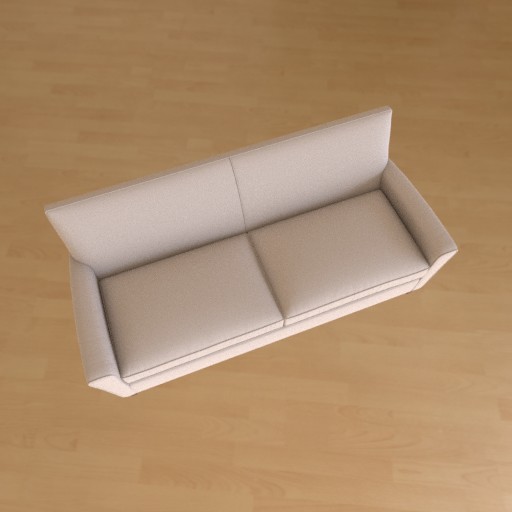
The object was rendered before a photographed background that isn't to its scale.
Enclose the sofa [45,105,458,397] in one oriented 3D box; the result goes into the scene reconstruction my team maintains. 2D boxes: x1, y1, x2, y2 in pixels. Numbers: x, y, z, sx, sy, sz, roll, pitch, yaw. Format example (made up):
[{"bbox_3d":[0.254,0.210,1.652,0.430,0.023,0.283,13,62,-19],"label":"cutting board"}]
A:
[{"bbox_3d":[0.000,0.000,2.511,2.000,0.846,0.875,-19,65,-9],"label":"sofa"}]
